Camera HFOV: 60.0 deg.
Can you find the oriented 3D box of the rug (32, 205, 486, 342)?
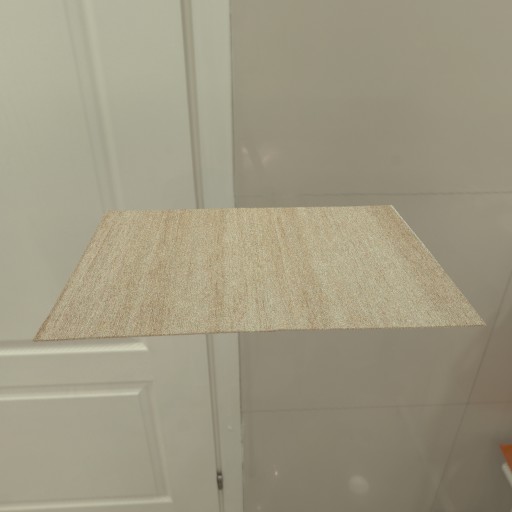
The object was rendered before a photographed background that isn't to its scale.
[{"bbox_3d":[0.000,0.000,2.941,2.346,0.029,1.574,-1,30,-2],"label":"rug"}]
